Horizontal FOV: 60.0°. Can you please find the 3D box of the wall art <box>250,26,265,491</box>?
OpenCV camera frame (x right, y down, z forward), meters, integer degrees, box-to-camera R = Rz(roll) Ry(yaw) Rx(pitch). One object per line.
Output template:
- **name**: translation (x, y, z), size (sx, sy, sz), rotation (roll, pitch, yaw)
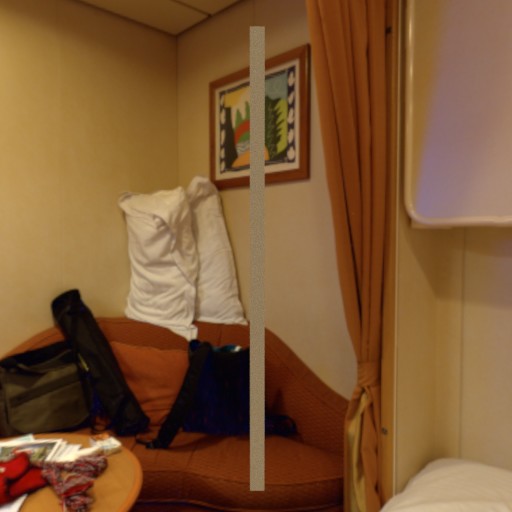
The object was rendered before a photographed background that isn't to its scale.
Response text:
- **wall art**: translation (0.000, 0.000, 1.105), size (0.026, 0.811, 0.661), rotation (0, 2, 0)
